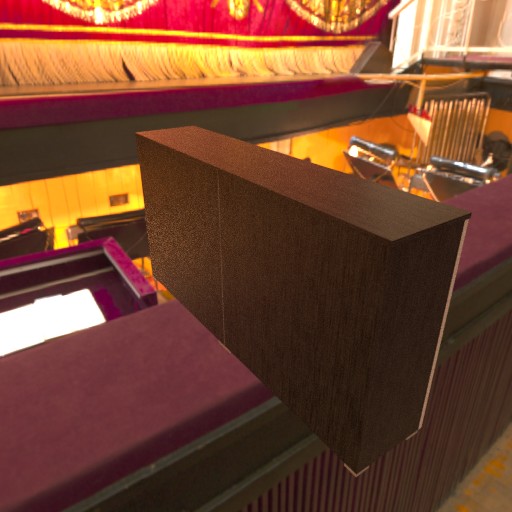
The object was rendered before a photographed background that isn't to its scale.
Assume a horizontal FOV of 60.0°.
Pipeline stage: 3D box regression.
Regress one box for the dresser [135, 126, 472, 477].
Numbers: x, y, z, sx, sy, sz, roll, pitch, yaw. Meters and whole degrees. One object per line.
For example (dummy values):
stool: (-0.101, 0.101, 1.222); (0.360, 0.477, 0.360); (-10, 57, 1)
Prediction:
dresser: (0.000, 0.000, 1.818); (0.333, 0.790, 1.535); (-17, 31, -31)
